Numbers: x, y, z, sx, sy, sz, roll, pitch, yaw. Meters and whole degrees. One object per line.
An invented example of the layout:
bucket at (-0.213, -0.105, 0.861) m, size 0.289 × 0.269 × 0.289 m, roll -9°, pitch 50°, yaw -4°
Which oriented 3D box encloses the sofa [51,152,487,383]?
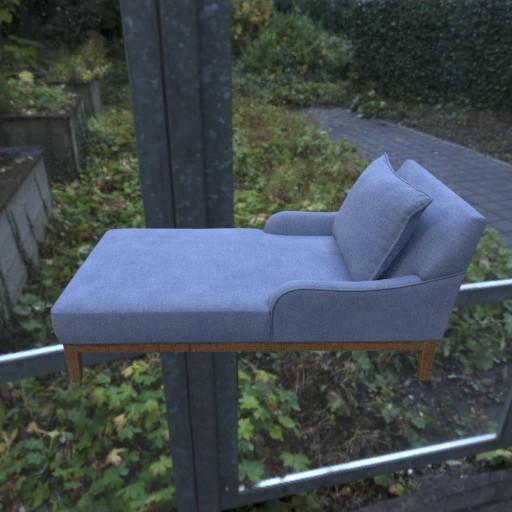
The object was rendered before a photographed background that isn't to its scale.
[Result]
sofa at (0.000, 0.000, 2.253) m, size 1.779 × 0.883 × 0.904 m, roll 0°, pitch 27°, yaw 0°
